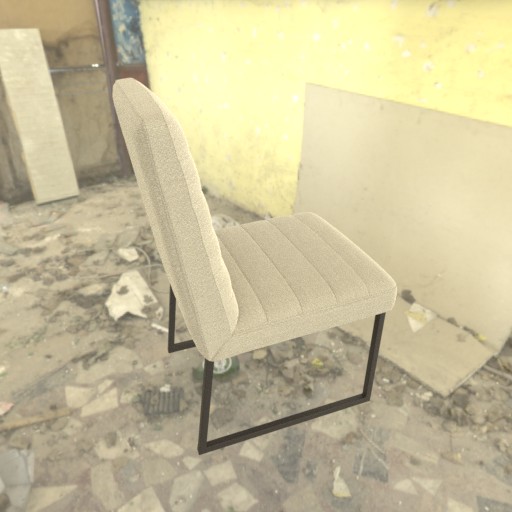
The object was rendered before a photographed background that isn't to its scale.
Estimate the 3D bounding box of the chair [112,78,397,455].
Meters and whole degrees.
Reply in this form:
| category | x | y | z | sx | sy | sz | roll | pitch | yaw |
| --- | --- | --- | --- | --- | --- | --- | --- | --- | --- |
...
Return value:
| category | x | y | z | sx | sy | sz | roll | pitch | yaw |
| --- | --- | --- | --- | --- | --- | --- | --- | --- | --- |
| chair | 0.000 | 0.000 | 1.271 | 0.634 | 0.930 | 0.520 | -11 | 31 | -18 |
